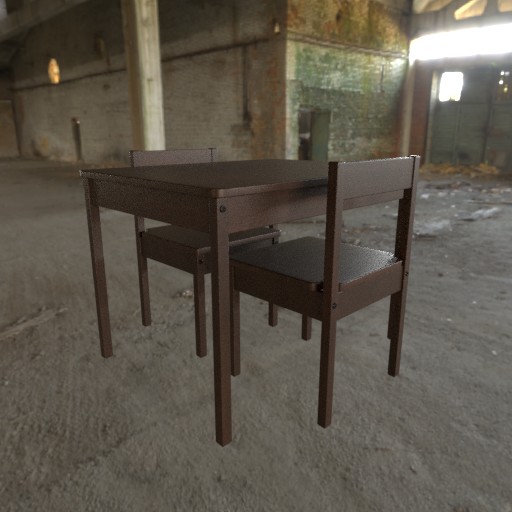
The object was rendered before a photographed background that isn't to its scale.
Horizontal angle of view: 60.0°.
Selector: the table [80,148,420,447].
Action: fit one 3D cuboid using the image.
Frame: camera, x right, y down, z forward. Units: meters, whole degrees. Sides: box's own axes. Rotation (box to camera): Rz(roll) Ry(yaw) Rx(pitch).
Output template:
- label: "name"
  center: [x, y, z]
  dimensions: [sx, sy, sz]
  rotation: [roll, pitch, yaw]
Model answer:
- label: "table"
  center: [0.000, 0.000, 1.107]
  dimensions: [0.650, 0.503, 0.672]
  rotation: [-15, 21, -42]
